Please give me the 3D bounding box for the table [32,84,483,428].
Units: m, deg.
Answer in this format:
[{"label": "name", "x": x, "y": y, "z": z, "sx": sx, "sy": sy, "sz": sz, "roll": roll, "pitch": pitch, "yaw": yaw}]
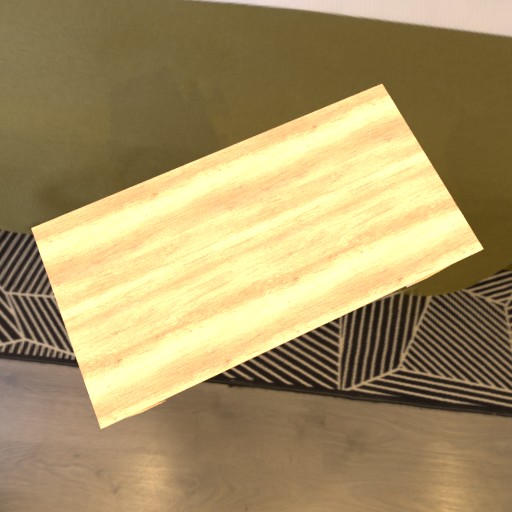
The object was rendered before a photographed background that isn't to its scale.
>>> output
[{"label": "table", "x": 0.000, "y": 0.000, "z": 1.711, "sx": 1.350, "sy": 0.460, "sz": 0.700, "roll": -24, "pitch": 76, "yaw": -6}]
